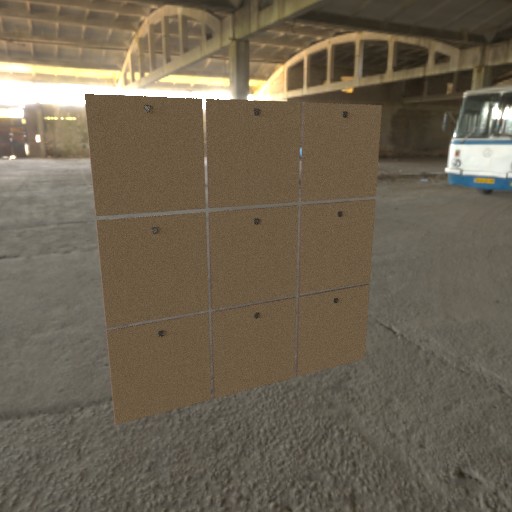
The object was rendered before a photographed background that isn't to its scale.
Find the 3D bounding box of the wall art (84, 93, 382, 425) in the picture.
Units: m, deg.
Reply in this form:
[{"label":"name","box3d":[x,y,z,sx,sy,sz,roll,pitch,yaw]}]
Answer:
[{"label":"wall art","box3d":[0.000,0.000,1.830,1.221,1.218,0.019,-7,16,-25]}]
